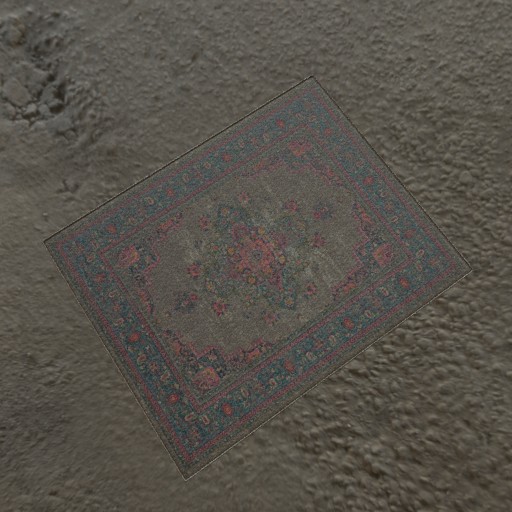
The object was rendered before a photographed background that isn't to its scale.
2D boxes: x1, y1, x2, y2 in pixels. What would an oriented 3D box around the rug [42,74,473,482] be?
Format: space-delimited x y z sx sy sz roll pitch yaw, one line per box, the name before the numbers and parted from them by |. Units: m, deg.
rug | 0.000 0.000 3.988 3.057 0.013 2.434 -34 79 -8
